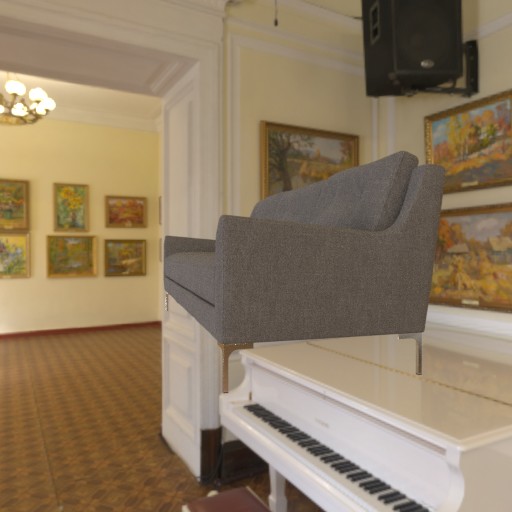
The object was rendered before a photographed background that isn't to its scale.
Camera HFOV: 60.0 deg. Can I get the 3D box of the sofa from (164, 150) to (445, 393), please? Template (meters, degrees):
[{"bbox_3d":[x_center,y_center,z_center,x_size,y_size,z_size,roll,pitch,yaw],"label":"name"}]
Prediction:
[{"bbox_3d":[0.000,0.000,2.468,0.849,0.837,2.060,0,1,-17],"label":"sofa"}]
